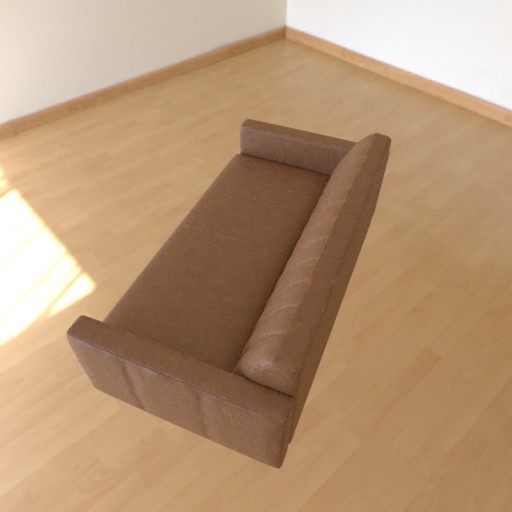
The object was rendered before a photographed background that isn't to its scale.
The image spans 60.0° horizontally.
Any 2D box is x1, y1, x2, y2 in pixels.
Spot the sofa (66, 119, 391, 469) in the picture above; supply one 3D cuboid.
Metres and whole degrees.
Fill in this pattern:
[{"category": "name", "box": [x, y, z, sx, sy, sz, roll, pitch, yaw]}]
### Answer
[{"category": "sofa", "box": [0.000, 0.000, 2.402, 0.993, 0.821, 1.847, 17, 49, 15]}]
